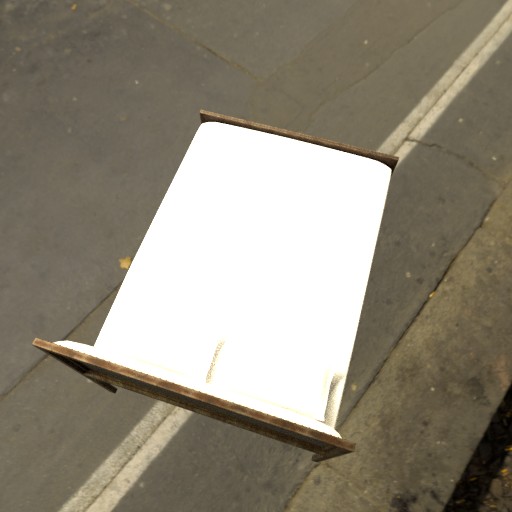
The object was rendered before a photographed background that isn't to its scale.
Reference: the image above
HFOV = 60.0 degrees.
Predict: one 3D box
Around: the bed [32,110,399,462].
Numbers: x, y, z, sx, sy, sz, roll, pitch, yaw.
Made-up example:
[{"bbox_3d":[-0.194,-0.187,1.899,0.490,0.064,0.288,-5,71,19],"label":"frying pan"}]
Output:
[{"bbox_3d":[0.000,0.000,3.126,1.607,1.313,2.221,16,64,8],"label":"bed"}]
